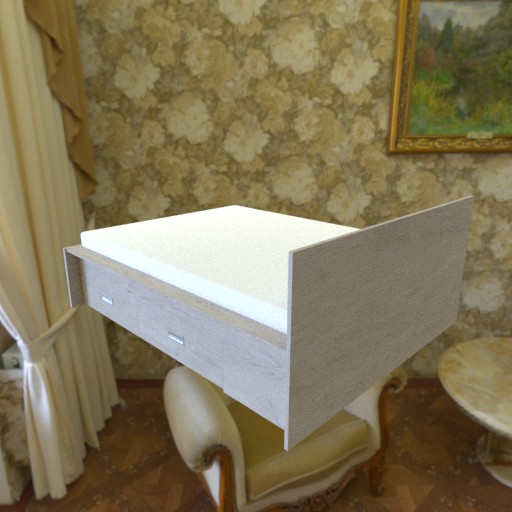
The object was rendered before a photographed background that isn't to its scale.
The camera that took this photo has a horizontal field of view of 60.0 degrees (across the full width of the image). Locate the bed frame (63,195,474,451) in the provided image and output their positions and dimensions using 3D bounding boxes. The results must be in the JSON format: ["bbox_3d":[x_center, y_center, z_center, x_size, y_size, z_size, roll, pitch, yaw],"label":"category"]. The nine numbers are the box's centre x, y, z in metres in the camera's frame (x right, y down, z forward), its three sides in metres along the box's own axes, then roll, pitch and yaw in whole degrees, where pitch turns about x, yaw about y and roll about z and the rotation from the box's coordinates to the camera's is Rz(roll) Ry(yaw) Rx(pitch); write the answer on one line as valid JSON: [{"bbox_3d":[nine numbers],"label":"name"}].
[{"bbox_3d":[0.000,0.000,2.801,1.960,0.800,1.622,16,23,42],"label":"bed frame"}]
